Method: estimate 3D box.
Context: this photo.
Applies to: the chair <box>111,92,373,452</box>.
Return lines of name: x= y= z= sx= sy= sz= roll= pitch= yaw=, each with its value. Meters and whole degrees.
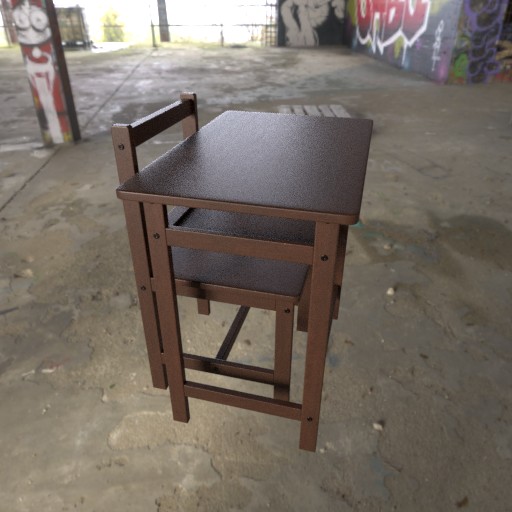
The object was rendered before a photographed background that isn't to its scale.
chair: x=0.000 y=0.000 z=1.068 sx=0.463 sy=0.673 sz=0.599 roll=8 pitch=31 yaw=13
